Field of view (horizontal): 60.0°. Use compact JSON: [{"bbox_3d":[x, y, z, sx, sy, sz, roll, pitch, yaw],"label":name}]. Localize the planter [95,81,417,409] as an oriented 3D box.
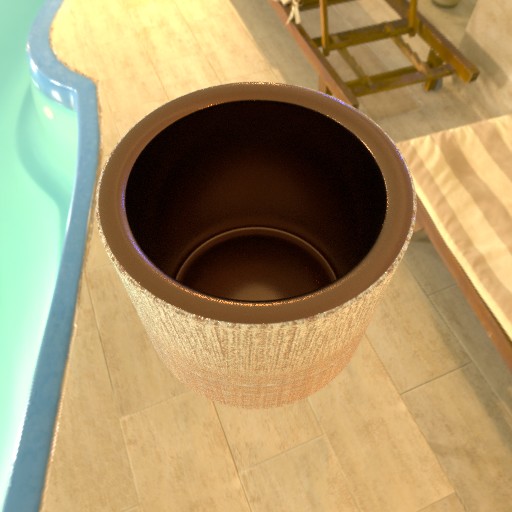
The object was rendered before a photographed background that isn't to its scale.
[{"bbox_3d":[0.000,0.000,0.189,0.109,0.096,0.109,0,58,0],"label":"planter"}]
